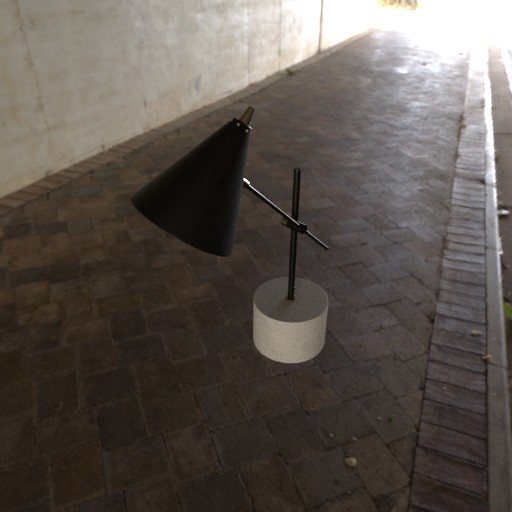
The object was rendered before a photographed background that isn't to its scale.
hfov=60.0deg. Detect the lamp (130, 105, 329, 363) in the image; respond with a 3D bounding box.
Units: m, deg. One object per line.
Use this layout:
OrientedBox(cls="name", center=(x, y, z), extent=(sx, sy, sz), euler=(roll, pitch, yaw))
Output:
OrientedBox(cls="lamp", center=(0.000, 0.000, 0.742), extent=(0.403, 0.518, 0.214), euler=(-20, 37, -28))
